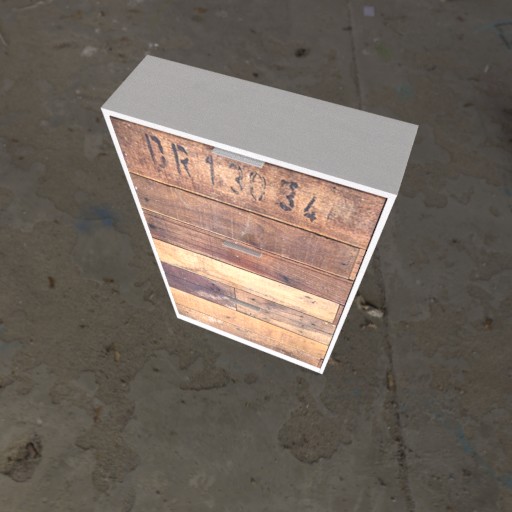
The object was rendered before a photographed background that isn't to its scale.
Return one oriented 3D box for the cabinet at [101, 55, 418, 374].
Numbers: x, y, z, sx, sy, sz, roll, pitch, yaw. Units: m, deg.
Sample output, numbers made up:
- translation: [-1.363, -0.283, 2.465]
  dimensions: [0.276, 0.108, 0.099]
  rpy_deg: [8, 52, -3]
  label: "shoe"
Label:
- translation: [0.000, 0.000, 1.632]
  dimensions: [0.750, 1.280, 0.250]
  rpy_deg: [19, 60, 11]
  label: "cabinet"
